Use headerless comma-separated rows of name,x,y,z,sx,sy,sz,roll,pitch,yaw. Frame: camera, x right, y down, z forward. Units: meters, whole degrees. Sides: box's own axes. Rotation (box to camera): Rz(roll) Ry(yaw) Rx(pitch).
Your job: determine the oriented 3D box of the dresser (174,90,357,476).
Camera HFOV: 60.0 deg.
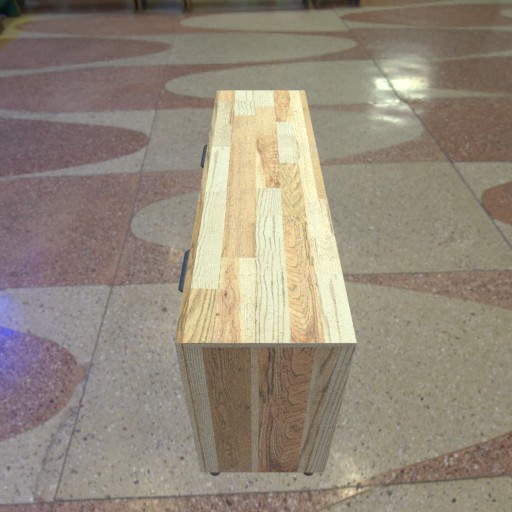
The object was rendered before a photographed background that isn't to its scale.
dresser,0.000,0.000,1.923,0.487,0.834,1.547,0,42,0
